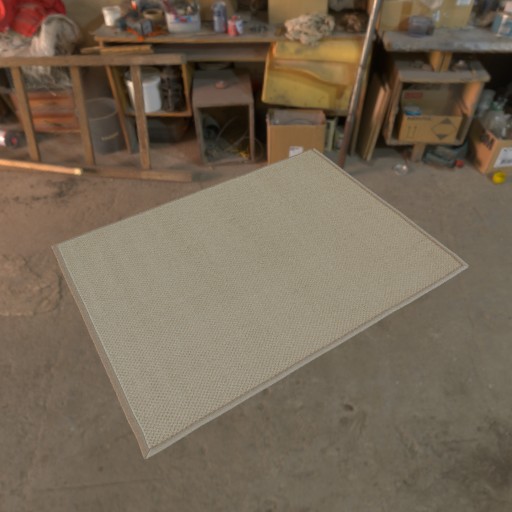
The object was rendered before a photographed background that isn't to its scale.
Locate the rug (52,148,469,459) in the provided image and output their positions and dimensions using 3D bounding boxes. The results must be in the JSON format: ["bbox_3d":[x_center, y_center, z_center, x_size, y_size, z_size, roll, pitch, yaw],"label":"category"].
[{"bbox_3d":[0.000,0.000,2.707,2.081,0.020,1.525,-25,51,-22],"label":"rug"}]
